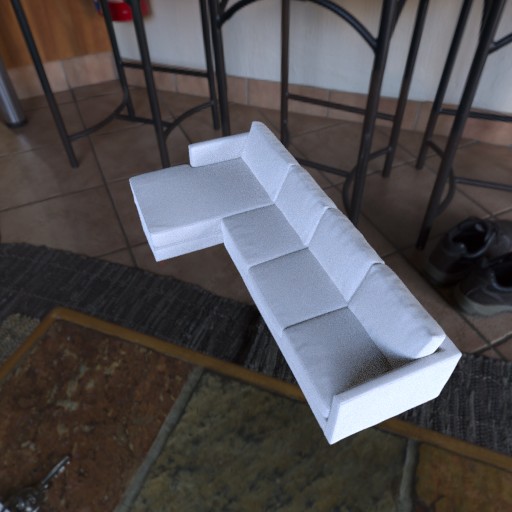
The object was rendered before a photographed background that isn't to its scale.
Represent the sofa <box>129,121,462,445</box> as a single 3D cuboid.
[{"bbox_3d":[0.000,0.000,3.879,1.625,0.861,3.186,-17,48,-16],"label":"sofa"}]
